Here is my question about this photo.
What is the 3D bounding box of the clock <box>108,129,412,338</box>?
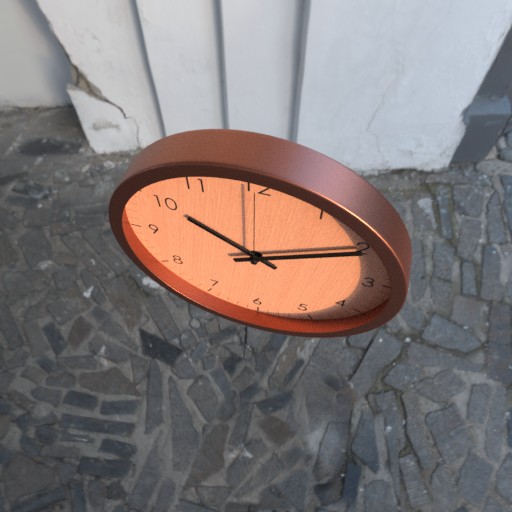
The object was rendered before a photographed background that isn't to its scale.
[{"bbox_3d":[0.000,0.000,0.474,0.313,0.313,0.040,14,60,8],"label":"clock"}]
